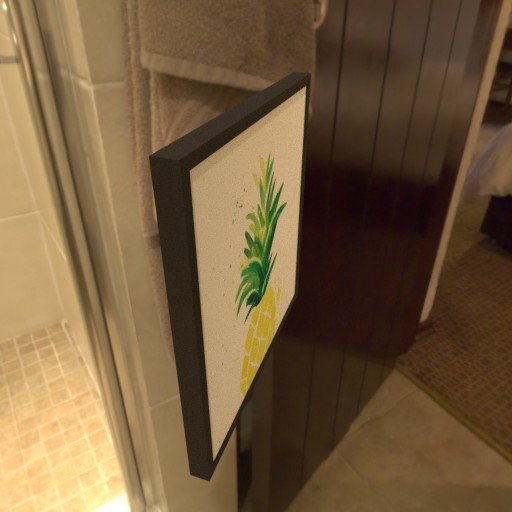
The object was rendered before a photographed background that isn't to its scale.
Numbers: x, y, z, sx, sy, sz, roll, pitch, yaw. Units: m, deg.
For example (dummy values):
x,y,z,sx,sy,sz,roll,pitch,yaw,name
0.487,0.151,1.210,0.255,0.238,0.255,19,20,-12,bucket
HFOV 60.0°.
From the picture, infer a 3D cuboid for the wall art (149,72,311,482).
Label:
x,y,z,sx,sy,sz,roll,pitch,yaw,name
0.000,0.000,0.752,0.033,0.507,0.508,11,33,17,wall art
